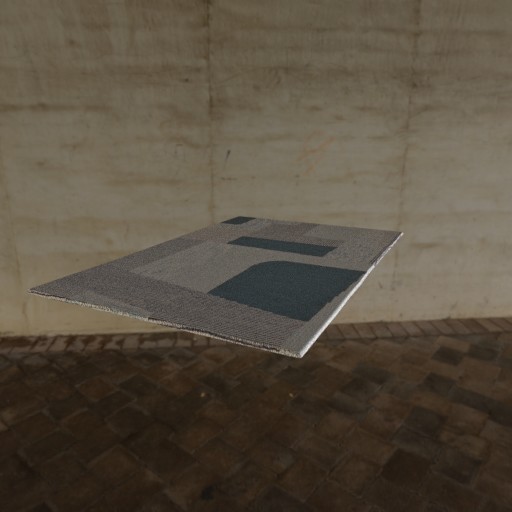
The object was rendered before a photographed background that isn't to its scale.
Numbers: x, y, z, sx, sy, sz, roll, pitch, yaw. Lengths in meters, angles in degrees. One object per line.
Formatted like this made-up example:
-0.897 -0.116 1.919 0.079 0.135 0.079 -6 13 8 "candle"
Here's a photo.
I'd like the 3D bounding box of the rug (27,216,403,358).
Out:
0.000 0.000 2.390 1.238 0.020 1.847 8 18 26 "rug"
